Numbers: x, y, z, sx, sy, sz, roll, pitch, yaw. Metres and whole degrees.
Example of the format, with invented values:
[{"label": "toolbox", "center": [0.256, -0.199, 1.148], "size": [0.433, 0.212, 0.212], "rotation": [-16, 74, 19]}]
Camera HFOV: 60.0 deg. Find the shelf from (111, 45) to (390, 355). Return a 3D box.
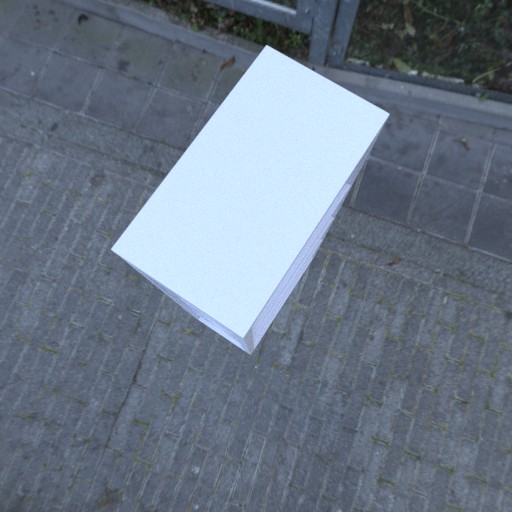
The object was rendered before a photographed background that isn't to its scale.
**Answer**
[{"label": "shelf", "center": [0.000, 0.000, 1.666], "size": [0.340, 1.411, 0.611], "rotation": [32, 78, 8]}]
